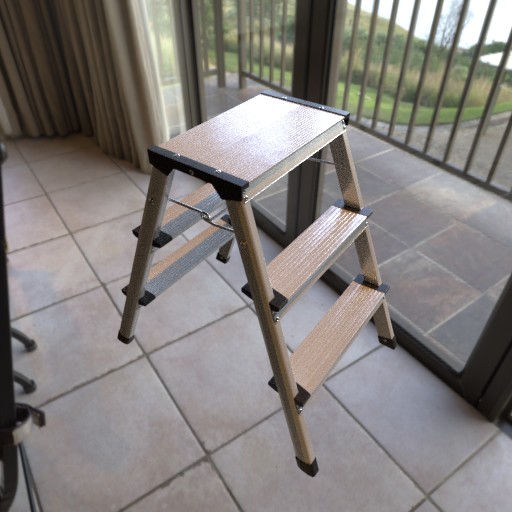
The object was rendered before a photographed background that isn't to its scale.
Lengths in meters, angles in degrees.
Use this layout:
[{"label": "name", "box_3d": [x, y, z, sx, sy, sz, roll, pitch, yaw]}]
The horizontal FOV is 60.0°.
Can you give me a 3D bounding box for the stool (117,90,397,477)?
[{"label": "stool", "box_3d": [0.000, 0.000, 1.002, 0.622, 0.605, 0.437, 26, 46, 27]}]
